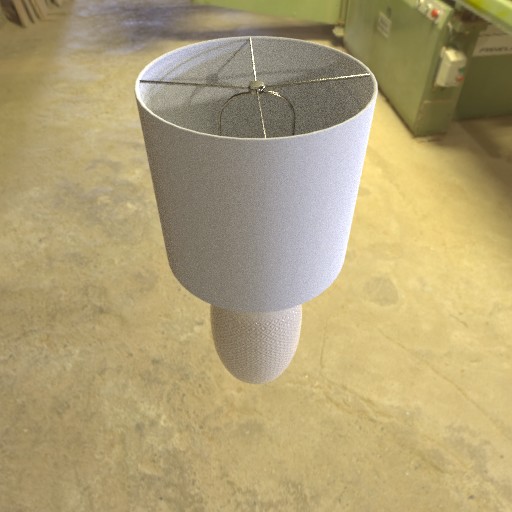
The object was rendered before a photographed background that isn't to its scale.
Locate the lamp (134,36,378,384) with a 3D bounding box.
[{"bbox_3d":[0.000,0.000,0.560,0.217,0.453,0.217,-3,45,-3],"label":"lamp"}]
